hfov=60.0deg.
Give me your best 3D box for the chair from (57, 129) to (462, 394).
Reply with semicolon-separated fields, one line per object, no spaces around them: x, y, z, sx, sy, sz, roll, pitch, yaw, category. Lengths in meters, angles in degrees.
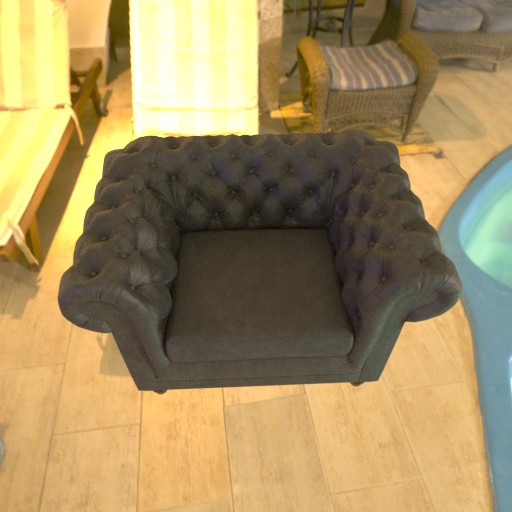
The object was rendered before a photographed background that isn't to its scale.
0.000;0.000;1.906;1.298;0.780;0.943;-2;46;-2;chair
